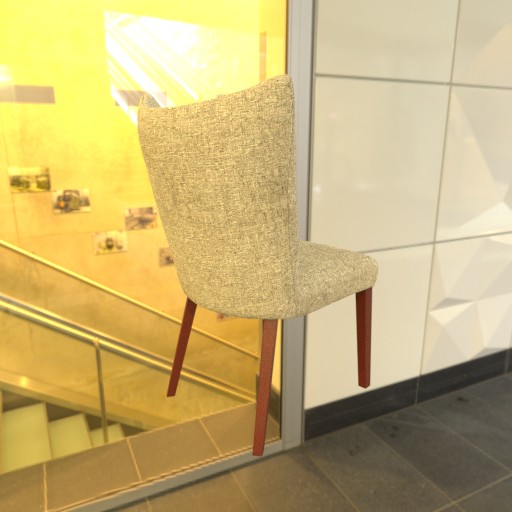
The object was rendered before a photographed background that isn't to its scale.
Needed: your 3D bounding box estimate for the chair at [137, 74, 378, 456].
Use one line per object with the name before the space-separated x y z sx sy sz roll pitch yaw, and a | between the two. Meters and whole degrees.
chair | 0.000 0.000 1.310 0.535 0.924 0.623 14 20 43
